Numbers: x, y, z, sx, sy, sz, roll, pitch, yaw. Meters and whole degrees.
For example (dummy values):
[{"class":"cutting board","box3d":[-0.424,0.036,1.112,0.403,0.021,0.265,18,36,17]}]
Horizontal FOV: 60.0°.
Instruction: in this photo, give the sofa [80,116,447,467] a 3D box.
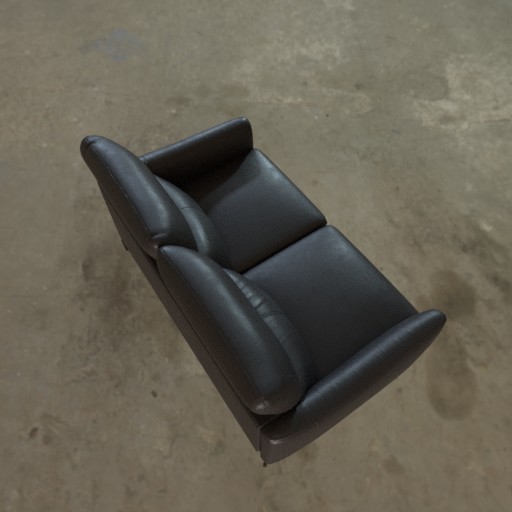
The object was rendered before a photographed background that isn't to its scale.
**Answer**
[{"class":"sofa","box3d":[0.000,0.000,2.119,0.958,0.920,1.596,-30,62,-18]}]
